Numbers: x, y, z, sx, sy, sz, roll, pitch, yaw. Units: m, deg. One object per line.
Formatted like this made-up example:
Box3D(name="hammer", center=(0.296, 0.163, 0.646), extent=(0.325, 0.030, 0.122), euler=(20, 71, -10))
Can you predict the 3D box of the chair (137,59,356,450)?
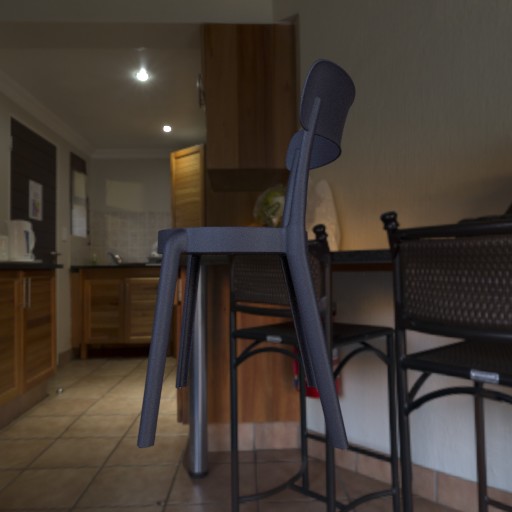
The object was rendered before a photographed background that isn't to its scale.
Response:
Box3D(name="chair", center=(0.000, 0.000, 1.129), extent=(0.491, 0.790, 0.506), euler=(0, -1, 0))
